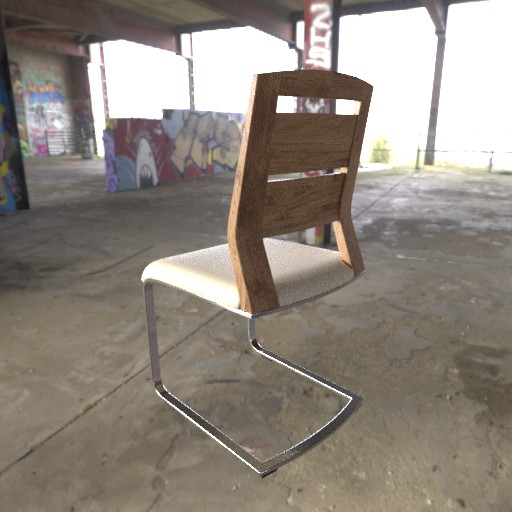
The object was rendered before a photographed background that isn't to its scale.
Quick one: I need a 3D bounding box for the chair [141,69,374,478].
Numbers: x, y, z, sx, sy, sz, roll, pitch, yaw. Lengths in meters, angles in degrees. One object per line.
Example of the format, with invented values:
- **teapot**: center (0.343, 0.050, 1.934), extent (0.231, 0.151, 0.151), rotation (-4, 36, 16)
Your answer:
- **chair**: center (0.000, 0.000, 1.282), extent (0.457, 0.955, 0.561), rotation (-15, 22, -42)
